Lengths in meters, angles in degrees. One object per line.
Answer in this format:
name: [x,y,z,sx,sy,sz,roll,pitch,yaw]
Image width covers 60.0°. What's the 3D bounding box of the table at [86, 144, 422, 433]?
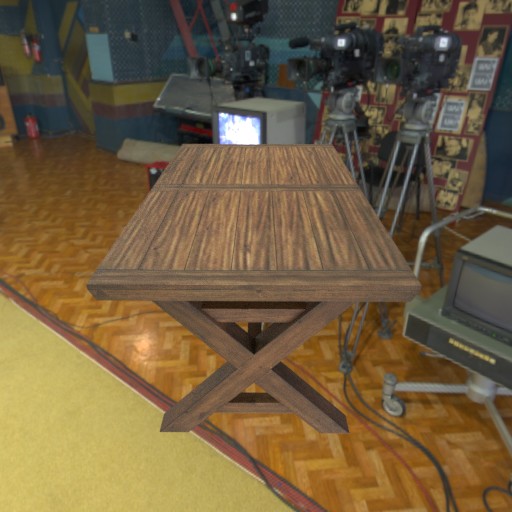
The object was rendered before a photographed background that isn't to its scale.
table: [0.000,0.000,2.469,1.071,0.793,1.966,0,27,0]
